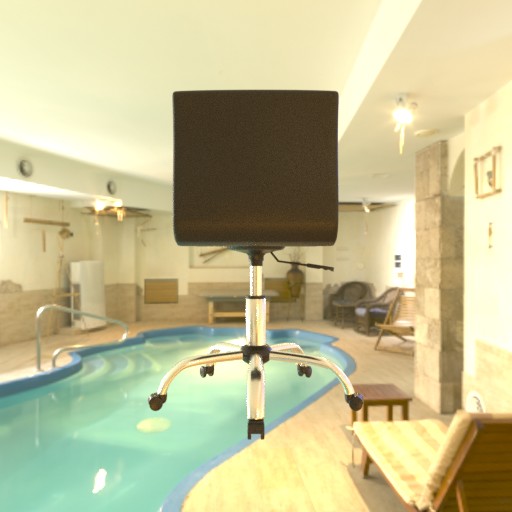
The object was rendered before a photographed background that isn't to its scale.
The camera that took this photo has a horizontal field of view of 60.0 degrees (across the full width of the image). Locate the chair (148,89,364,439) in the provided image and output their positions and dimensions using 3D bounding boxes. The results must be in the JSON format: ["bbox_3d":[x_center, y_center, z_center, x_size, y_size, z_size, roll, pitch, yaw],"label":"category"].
[{"bbox_3d":[0.000,0.000,1.191,0.556,0.780,0.530,0,0,0],"label":"chair"}]
